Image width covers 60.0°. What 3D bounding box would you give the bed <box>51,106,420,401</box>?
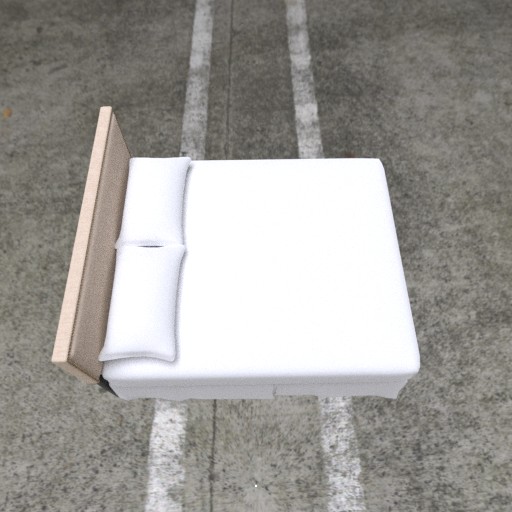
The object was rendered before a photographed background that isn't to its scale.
[{"bbox_3d":[0.000,0.000,2.811,1.876,1.016,1.616,-1,63,0],"label":"bed"}]
